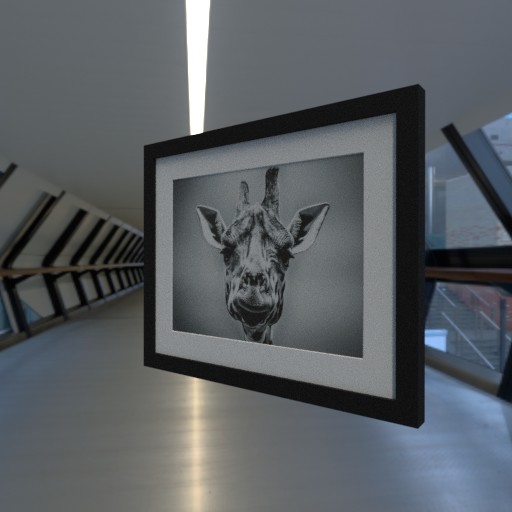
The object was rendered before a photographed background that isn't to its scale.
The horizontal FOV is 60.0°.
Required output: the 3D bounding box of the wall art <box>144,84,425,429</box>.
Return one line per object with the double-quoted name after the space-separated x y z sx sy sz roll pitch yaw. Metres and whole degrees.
0.000 0.000 0.765 0.558 0.457 0.031 0 0 37 "wall art"
